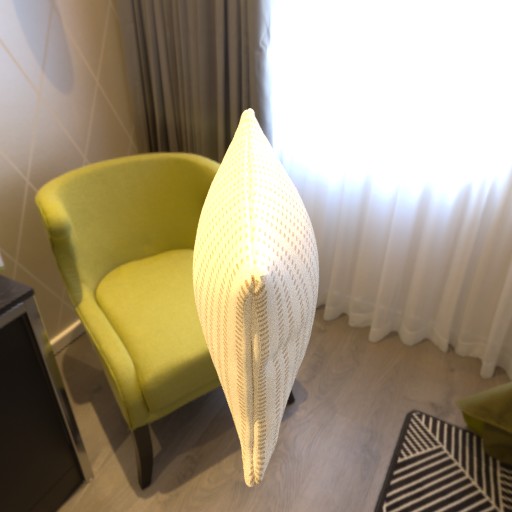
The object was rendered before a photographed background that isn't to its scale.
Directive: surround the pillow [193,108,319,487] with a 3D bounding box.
[{"bbox_3d":[0.000,0.000,0.780,0.210,0.353,0.640,-1,32,-1],"label":"pillow"}]
